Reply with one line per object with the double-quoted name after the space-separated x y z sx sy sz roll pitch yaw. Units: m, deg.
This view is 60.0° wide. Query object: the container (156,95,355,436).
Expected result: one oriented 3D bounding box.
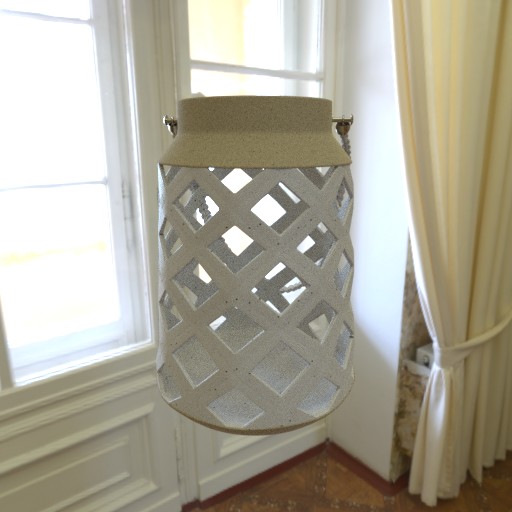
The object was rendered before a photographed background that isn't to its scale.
0.000 0.000 0.348 0.163 0.229 0.172 3 16 9 "container"
